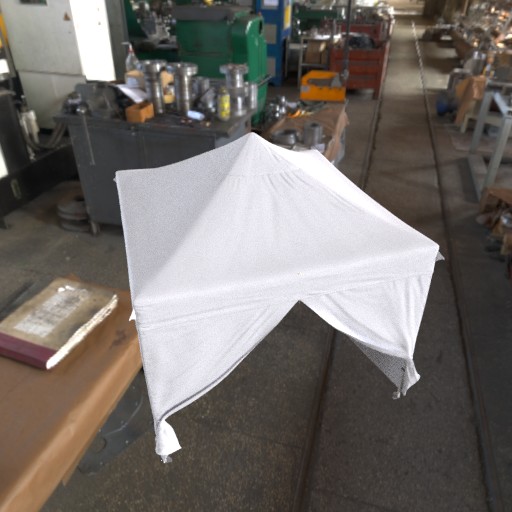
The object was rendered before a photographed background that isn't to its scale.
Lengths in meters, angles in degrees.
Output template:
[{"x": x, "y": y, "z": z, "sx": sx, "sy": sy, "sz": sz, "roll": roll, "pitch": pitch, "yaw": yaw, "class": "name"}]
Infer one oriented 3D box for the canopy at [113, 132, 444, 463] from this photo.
[{"x": 0.000, "y": 0.000, "z": 5.394, "sx": 3.043, "sy": 2.997, "sz": 3.121, "roll": -10, "pitch": 34, "yaw": -15, "class": "canopy"}]
